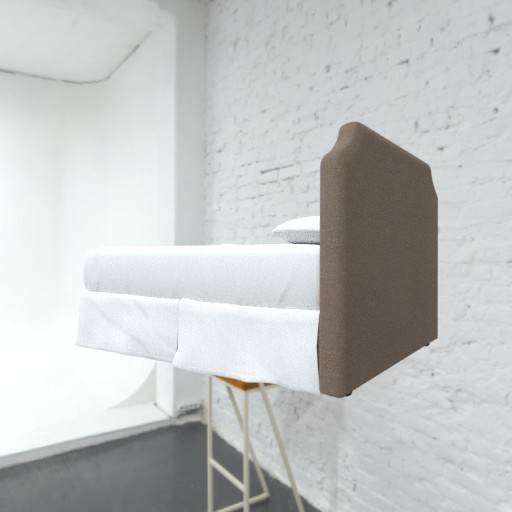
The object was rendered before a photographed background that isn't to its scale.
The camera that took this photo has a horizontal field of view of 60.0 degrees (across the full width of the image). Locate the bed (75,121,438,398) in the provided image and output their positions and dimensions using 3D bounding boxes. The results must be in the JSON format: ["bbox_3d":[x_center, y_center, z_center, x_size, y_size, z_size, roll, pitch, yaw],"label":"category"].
[{"bbox_3d":[0.000,0.000,3.200,2.116,1.290,1.693,0,0,36],"label":"bed"}]
